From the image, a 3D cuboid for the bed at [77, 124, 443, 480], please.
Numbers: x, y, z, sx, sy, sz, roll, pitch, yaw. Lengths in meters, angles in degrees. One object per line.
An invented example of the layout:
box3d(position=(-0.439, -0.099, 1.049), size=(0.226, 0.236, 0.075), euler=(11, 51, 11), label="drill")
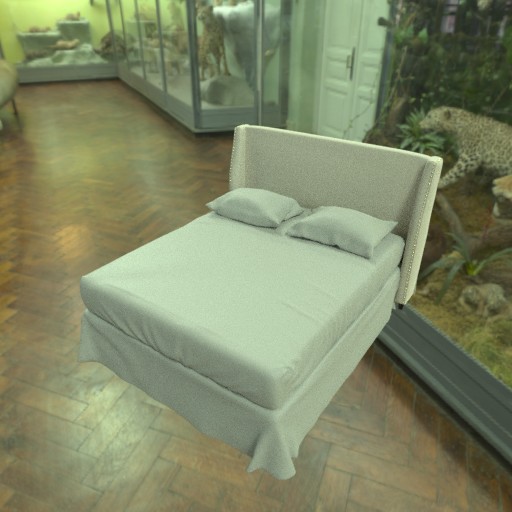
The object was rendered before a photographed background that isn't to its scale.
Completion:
box3d(position=(0.000, 0.000, 3.358), size=(1.925, 1.332, 2.276), euler=(19, 35, 30), label="bed")
